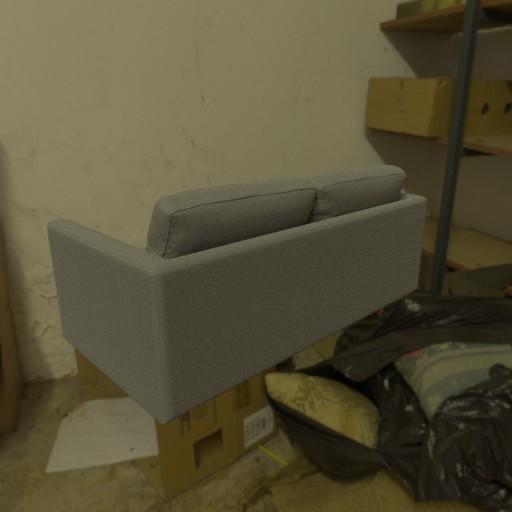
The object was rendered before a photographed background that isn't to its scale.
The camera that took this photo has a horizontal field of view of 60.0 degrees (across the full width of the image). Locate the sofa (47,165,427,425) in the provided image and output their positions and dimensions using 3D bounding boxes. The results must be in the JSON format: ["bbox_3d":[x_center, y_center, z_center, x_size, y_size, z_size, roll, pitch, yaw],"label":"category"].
[{"bbox_3d":[0.000,0.000,2.238,1.713,0.866,0.940,-16,23,-41],"label":"sofa"}]
